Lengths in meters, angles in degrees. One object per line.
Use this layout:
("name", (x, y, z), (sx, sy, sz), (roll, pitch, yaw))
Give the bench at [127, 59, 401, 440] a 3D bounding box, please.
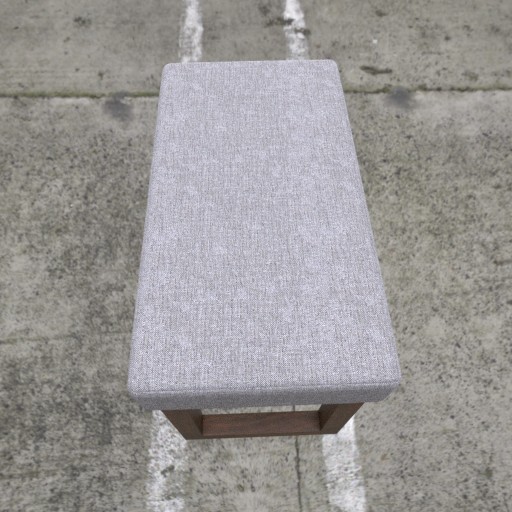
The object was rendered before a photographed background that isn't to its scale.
("bench", (0.000, 0.000, 0.935), (0.366, 0.467, 0.681), (-2, 59, -1))
